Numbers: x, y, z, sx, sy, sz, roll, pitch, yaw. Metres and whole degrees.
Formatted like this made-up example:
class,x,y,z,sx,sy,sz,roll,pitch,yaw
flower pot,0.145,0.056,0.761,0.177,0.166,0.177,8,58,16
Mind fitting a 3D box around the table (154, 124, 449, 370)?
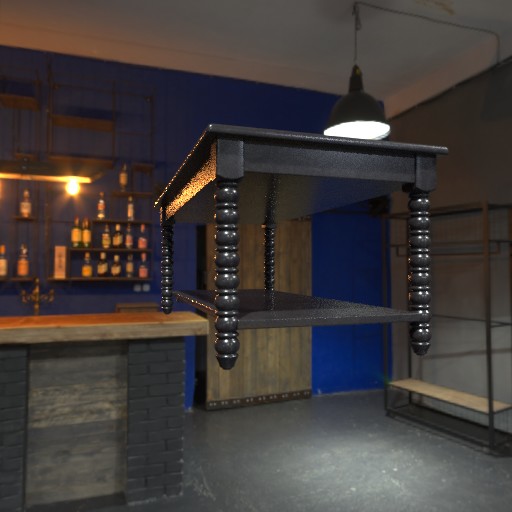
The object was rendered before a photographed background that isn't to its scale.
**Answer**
class,x,y,z,sx,sy,sz,roll,pitch,yaw
table,0.000,0.000,1.492,0.580,0.487,1.171,0,-1,-18
